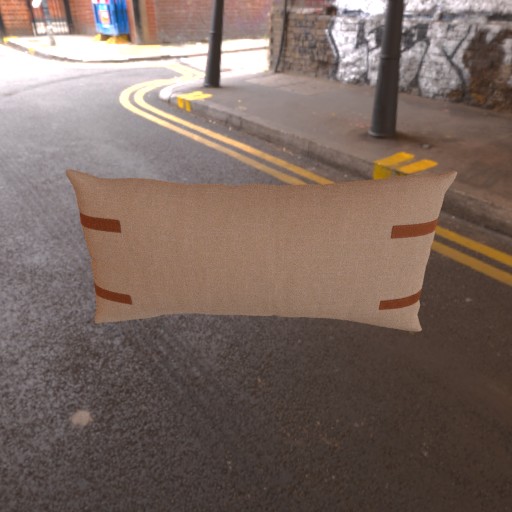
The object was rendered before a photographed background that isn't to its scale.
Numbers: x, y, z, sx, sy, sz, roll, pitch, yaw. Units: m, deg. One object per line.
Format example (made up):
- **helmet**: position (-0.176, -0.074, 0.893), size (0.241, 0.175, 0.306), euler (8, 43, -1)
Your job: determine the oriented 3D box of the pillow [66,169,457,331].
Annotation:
- **pillow**: position (0.000, 0.000, 0.753), size (0.612, 0.308, 0.148), euler (1, 30, 2)
